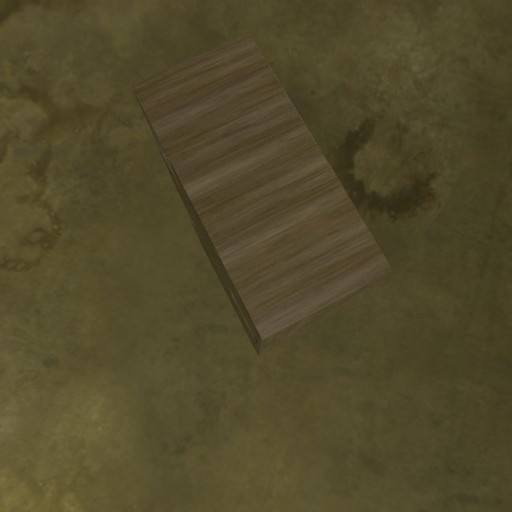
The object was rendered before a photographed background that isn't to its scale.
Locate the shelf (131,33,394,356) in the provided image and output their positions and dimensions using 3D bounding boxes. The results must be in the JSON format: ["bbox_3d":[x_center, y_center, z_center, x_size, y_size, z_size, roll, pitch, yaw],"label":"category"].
[{"bbox_3d":[0.000,0.000,1.743,0.323,1.545,0.670,-27,77,-6],"label":"shelf"}]
